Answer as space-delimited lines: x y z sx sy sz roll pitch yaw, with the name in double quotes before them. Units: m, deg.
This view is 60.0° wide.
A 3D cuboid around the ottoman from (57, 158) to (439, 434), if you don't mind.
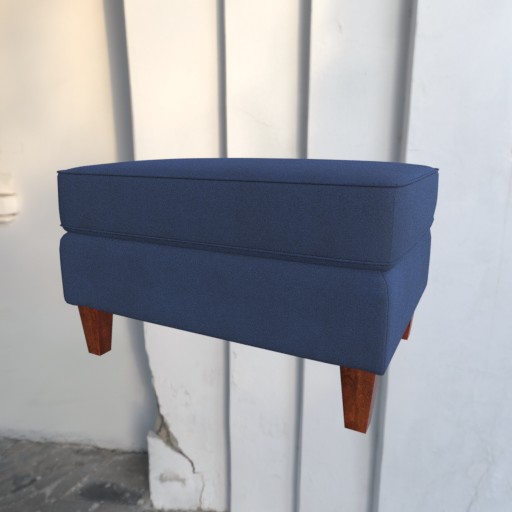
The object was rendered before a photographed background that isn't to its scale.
"ottoman" 0.000 0.000 1.363 0.965 0.584 0.686 7 16 27
